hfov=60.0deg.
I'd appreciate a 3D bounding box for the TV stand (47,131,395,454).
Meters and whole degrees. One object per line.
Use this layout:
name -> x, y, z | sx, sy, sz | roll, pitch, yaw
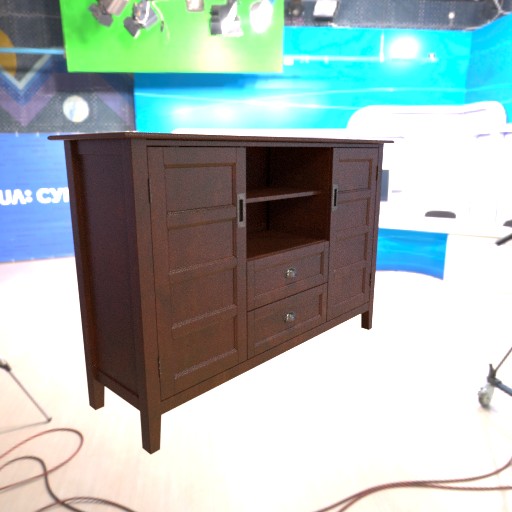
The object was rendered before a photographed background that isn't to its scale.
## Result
TV stand -> 0.000, 0.000, 1.783 | 0.445, 0.915, 1.372 | 12, 18, 42
